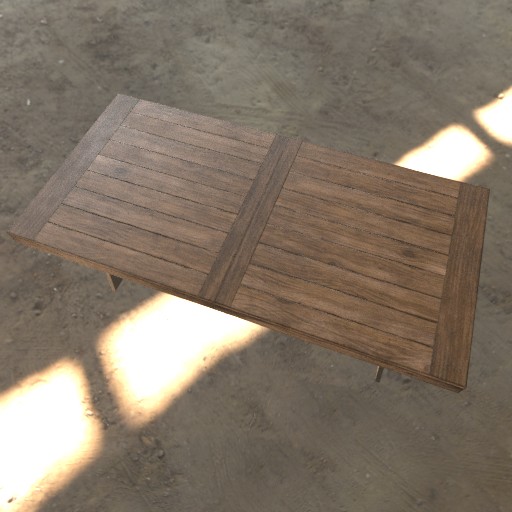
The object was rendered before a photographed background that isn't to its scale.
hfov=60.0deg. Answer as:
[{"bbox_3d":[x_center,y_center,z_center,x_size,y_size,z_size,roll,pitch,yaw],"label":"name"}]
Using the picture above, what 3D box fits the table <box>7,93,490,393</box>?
[{"bbox_3d":[0.000,0.000,2.227,1.867,0.757,0.931,17,60,10],"label":"table"}]
